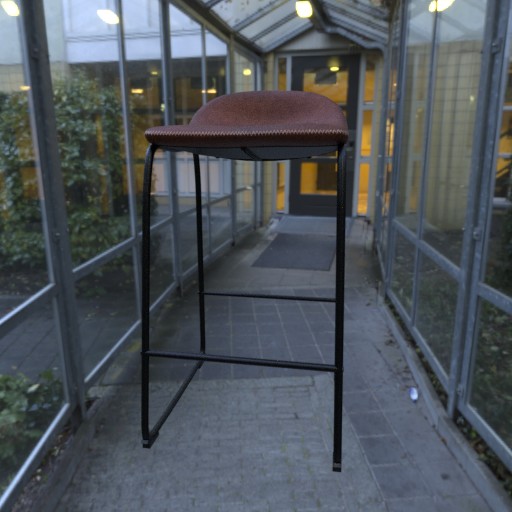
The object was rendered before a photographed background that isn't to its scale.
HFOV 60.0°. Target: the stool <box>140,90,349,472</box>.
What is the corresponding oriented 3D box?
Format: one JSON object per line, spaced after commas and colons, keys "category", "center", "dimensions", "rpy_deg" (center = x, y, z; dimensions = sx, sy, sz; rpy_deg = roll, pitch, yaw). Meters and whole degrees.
{"category": "stool", "center": [0.000, 0.000, 1.107], "dimensions": [0.454, 0.830, 0.473], "rpy_deg": [2, 14, 10]}
